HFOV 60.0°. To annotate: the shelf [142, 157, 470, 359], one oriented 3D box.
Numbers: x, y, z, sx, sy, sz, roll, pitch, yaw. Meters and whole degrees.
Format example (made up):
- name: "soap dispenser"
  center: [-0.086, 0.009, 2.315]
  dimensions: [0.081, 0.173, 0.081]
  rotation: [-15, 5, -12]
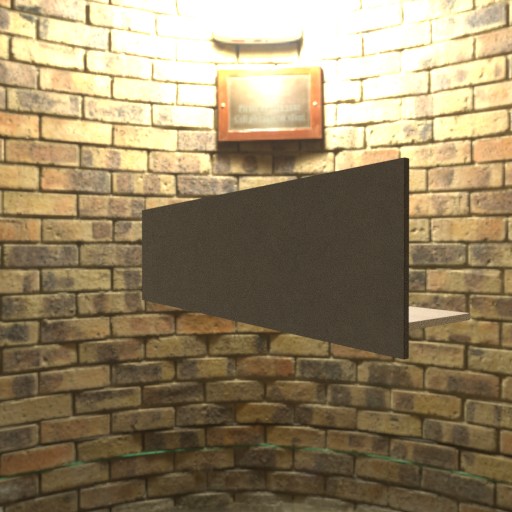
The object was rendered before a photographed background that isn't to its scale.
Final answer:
- name: "shelf"
  center: [0.000, 0.000, 1.127]
  dimensions: [0.200, 0.300, 1.020]
  rotation: [0, 1, -36]
